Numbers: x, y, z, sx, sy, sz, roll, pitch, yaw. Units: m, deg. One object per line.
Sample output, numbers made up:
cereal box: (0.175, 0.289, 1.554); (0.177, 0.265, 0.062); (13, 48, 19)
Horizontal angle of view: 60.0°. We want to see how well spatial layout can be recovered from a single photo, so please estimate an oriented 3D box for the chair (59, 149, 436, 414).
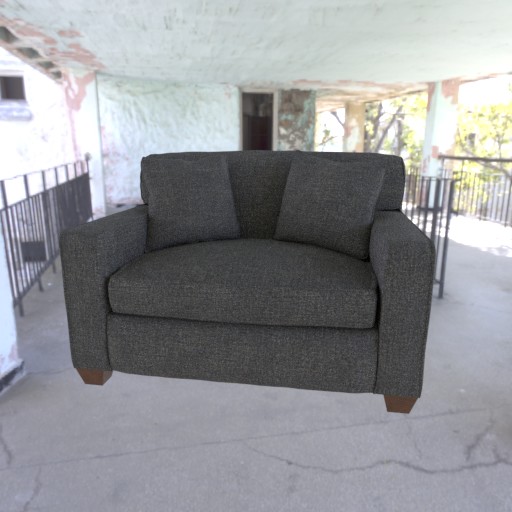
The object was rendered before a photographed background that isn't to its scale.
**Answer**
chair: (0.000, 0.000, 2.042); (1.383, 0.948, 1.000); (2, 14, 9)
